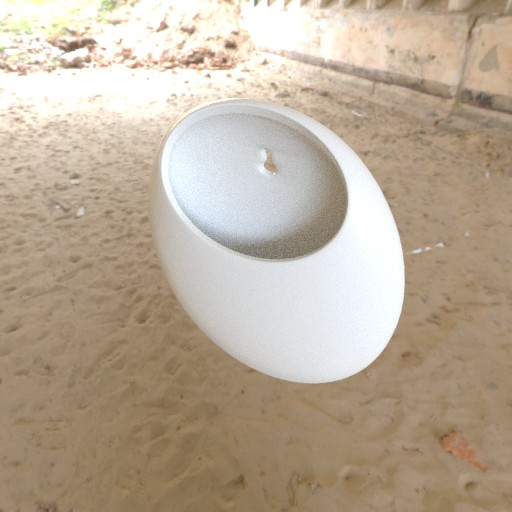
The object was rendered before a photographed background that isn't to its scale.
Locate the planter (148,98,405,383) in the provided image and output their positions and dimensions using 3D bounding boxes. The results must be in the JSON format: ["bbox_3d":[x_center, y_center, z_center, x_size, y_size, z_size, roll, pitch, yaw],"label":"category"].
[{"bbox_3d":[0.000,0.000,0.277,0.185,0.188,0.043,19,35,29],"label":"planter"}]
